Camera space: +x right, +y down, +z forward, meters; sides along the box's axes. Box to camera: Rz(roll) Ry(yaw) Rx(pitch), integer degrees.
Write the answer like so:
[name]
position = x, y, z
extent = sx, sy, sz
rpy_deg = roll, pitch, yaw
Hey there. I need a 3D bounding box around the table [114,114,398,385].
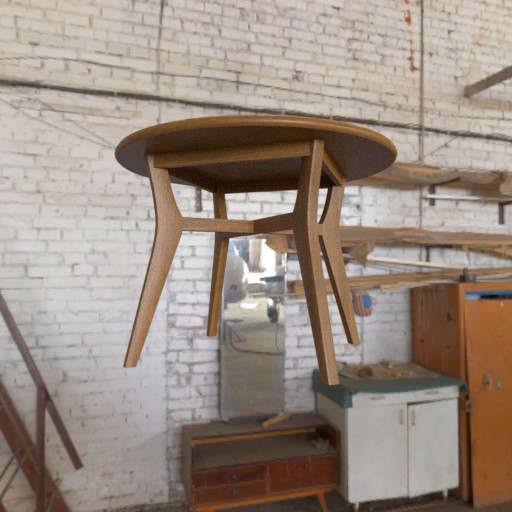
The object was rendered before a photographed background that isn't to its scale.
[table]
position = 0.000, 0.000, 1.728
extent = 1.055, 0.757, 1.055
rpy_deg = 0, -1, 0
